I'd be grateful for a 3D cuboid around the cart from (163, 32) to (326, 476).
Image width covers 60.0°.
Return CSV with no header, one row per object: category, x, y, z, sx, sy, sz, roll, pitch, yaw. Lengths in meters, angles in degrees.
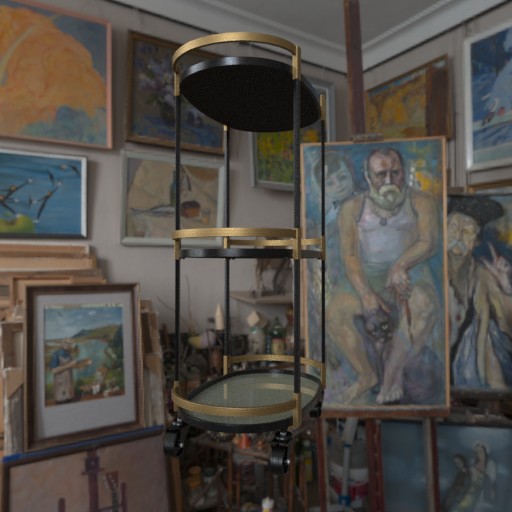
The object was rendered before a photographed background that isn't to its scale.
cart,0.000,0.000,1.124,0.311,0.885,0.515,0,-1,19
